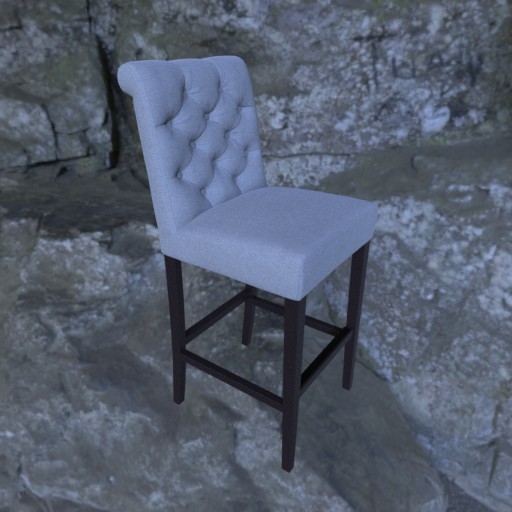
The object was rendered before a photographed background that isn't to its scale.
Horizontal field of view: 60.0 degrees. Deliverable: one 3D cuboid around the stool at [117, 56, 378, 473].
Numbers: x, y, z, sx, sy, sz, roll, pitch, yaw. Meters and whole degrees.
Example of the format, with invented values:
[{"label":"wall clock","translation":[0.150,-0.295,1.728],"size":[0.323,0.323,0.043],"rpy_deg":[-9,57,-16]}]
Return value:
[{"label":"stool","translation":[0.000,0.000,1.411],"size":[0.601,1.140,0.493],"rpy_deg":[18,32,31]}]
